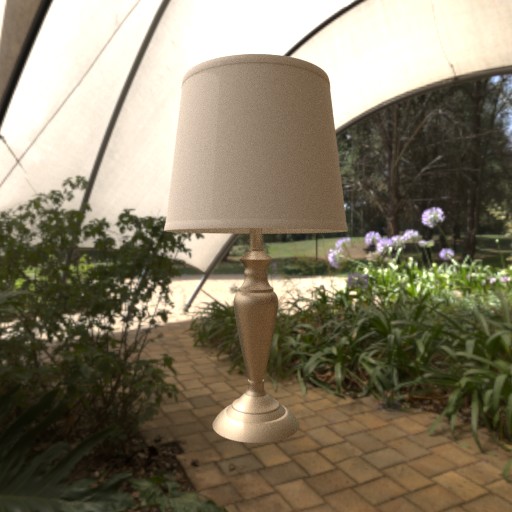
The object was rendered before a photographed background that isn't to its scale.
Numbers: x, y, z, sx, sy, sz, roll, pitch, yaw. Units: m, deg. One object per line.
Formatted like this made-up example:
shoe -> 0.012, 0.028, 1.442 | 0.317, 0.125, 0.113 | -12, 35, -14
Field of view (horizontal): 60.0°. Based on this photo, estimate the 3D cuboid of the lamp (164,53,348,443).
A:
lamp -> 0.000, 0.000, 0.808 | 0.328, 0.619, 0.328 | 0, 2, 0
